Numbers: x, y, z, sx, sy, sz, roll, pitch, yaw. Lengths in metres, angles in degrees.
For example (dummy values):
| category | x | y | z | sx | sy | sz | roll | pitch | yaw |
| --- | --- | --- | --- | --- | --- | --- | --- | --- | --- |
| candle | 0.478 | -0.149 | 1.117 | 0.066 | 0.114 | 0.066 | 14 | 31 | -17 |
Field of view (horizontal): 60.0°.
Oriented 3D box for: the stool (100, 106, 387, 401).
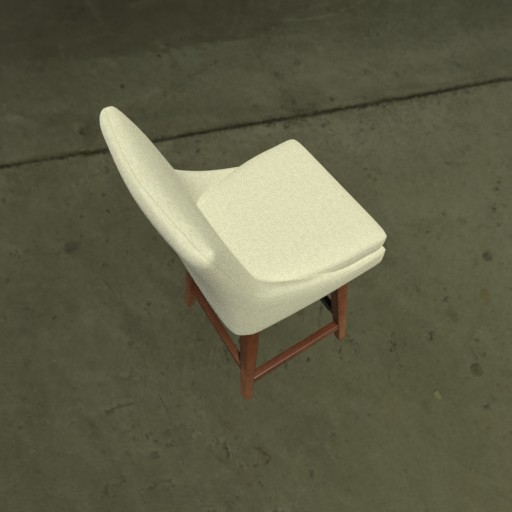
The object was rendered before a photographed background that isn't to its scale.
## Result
| category | x | y | z | sx | sy | sz | roll | pitch | yaw |
| --- | --- | --- | --- | --- | --- | --- | --- | --- | --- |
| stool | 0.000 | 0.000 | 1.308 | 0.559 | 0.991 | 0.469 | -28 | 62 | -17 |
